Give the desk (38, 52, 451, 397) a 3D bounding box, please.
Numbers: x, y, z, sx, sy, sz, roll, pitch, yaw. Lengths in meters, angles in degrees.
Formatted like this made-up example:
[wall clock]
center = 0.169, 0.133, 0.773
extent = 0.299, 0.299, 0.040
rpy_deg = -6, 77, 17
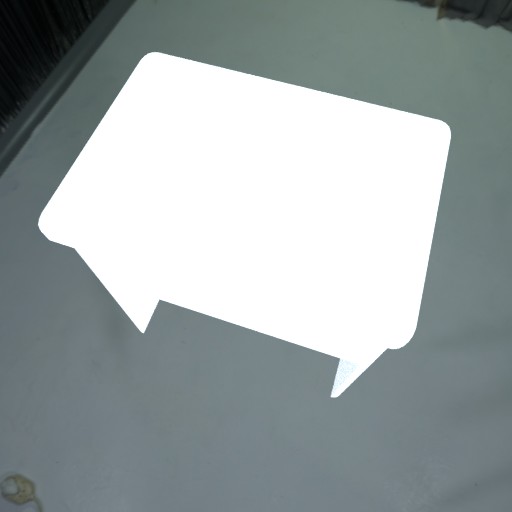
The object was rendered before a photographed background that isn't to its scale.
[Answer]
[desk]
center = 0.000, 0.000, 1.304
extent = 0.762, 0.800, 0.549
rpy_deg = 17, 65, 8
